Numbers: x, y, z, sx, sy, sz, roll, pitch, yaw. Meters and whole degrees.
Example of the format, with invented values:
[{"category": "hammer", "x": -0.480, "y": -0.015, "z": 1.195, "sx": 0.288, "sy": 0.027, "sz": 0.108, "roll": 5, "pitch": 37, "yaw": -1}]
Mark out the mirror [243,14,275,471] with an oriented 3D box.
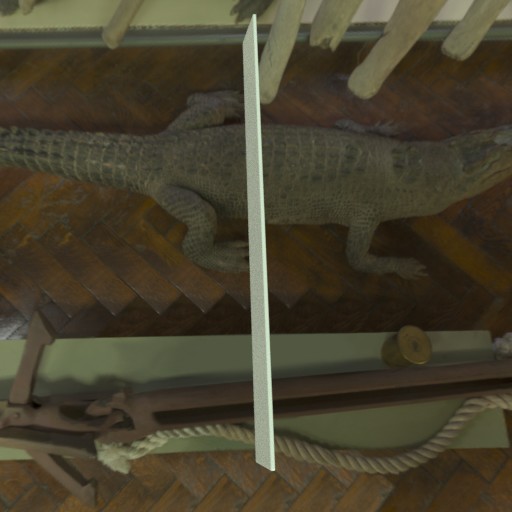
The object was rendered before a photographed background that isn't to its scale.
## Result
[{"category": "mirror", "x": 0.000, "y": 0.000, "z": 1.109, "sx": 0.030, "sy": 0.630, "sz": 0.870, "roll": -2, "pitch": 74, "yaw": -1}]
